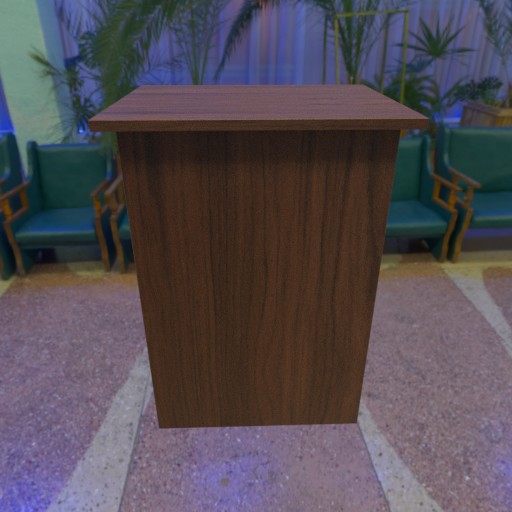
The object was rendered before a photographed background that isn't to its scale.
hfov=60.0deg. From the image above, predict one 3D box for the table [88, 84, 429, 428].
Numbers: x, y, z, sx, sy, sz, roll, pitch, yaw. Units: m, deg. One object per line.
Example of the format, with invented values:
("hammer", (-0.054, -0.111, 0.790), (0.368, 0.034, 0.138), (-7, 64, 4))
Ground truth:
("table", (0.000, 0.000, 0.939), (0.480, 0.636, 0.381), (-1, 28, -2))
